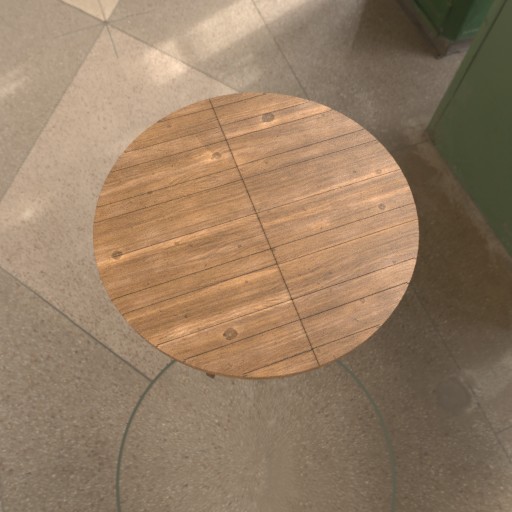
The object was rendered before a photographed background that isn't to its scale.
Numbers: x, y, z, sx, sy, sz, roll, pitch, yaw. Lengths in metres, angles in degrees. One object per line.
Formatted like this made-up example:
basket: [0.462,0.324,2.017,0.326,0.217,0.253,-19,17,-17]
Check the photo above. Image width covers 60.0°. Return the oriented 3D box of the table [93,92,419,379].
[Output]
table: [0.000,0.000,2.015,1.213,0.764,1.213,0,65,0]
